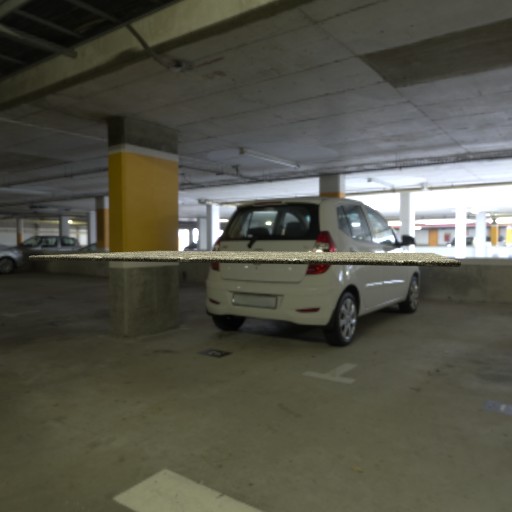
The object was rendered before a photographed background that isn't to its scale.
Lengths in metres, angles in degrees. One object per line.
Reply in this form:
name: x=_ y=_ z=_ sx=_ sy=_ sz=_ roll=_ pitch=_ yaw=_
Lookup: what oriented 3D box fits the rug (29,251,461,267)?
rug: x=0.000 y=0.000 z=3.487 sx=2.743 sy=0.030 sz=1.778 roll=1 pitch=2 yaw=18
